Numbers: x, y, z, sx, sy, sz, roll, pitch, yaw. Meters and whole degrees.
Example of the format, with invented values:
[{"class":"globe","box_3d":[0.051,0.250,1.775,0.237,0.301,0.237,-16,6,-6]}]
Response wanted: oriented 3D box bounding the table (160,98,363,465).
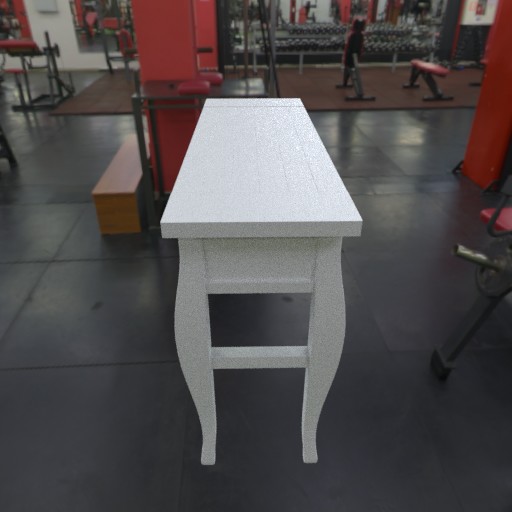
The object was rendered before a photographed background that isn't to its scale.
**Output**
[{"class":"table","box_3d":[0.000,0.000,1.431,0.373,0.768,1.062,-1,31,-1]}]
